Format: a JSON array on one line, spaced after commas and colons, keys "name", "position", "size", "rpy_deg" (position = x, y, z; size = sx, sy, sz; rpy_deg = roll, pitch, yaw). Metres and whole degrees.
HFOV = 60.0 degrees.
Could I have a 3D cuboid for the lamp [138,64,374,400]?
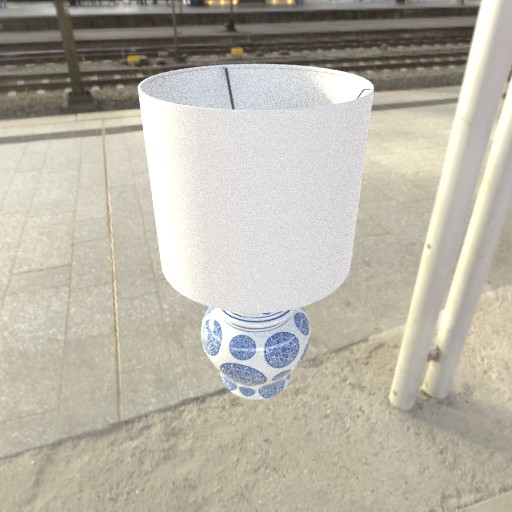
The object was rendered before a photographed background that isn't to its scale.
[{"name": "lamp", "position": [0.000, 0.000, 0.513], "size": [0.215, 0.381, 0.215], "rpy_deg": [-11, 33, -17]}]
